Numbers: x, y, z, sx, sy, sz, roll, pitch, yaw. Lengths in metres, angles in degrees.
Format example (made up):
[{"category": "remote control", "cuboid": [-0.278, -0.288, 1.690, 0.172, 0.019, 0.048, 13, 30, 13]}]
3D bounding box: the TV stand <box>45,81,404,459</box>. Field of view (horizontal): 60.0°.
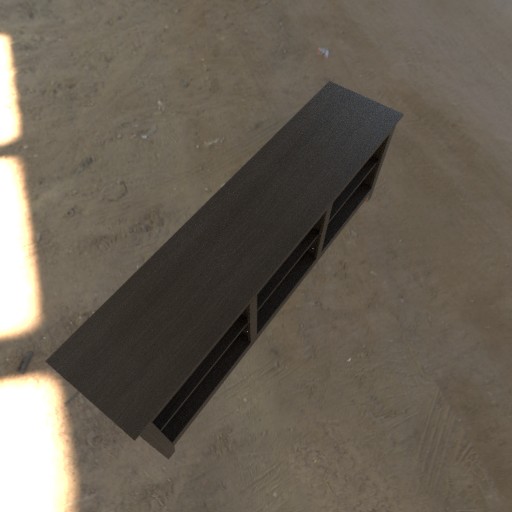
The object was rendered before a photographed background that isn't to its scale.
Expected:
[{"category": "TV stand", "cuboid": [0.000, 0.000, 2.024, 0.406, 0.610, 1.778, 32, 64, 18]}]
